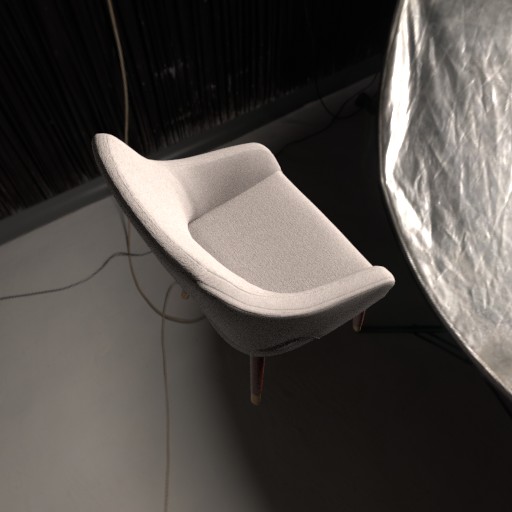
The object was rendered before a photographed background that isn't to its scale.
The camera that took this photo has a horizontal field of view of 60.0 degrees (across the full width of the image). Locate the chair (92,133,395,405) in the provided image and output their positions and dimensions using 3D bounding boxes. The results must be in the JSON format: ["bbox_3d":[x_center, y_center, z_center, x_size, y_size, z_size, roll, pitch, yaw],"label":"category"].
[{"bbox_3d":[0.000,0.000,1.270,0.600,0.889,0.609,-30,62,-18],"label":"chair"}]
